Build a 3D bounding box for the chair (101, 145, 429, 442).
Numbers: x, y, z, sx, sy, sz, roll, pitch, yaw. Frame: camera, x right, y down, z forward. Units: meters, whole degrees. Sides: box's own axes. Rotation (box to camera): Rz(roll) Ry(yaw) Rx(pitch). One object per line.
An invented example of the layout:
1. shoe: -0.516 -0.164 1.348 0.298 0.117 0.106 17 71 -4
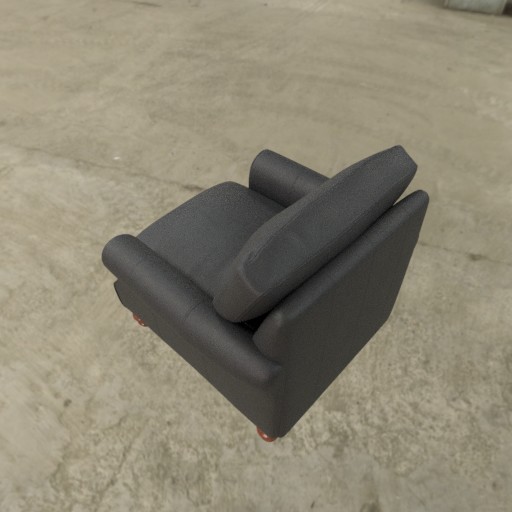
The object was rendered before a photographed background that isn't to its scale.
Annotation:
1. chair: 0.000 0.000 1.805 1.015 0.960 1.027 -32 54 -28
